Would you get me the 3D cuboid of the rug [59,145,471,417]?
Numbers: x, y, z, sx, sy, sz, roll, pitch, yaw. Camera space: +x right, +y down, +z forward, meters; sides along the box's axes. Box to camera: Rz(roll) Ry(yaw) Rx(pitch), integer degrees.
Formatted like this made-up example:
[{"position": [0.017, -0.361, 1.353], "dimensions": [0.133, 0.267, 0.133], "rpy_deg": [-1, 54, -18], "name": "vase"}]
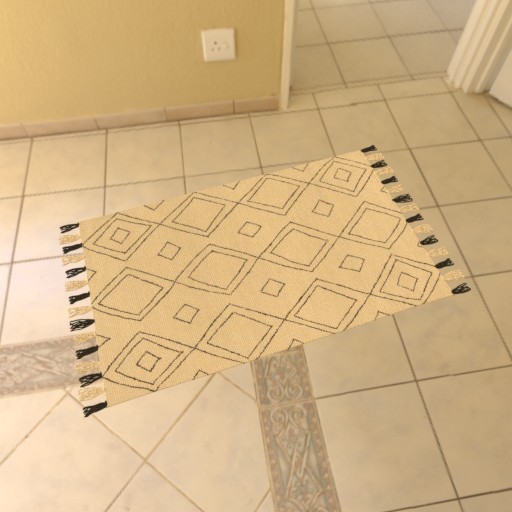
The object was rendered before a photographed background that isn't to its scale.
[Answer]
[{"position": [0.000, 0.000, 3.295], "dimensions": [2.755, 0.021, 1.524], "rpy_deg": [-16, 59, -10], "name": "rug"}]
